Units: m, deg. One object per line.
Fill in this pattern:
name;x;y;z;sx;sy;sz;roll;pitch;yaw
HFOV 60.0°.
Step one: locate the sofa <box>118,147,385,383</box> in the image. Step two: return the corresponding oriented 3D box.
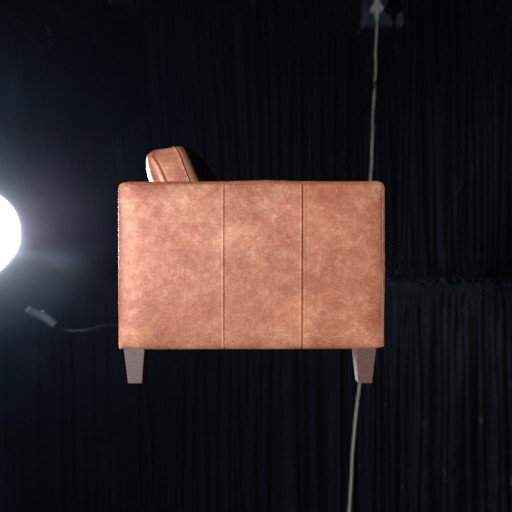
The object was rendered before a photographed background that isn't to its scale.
sofa;0.000;0.000;2.430;0.923;0.863;1.971;0;0;0
